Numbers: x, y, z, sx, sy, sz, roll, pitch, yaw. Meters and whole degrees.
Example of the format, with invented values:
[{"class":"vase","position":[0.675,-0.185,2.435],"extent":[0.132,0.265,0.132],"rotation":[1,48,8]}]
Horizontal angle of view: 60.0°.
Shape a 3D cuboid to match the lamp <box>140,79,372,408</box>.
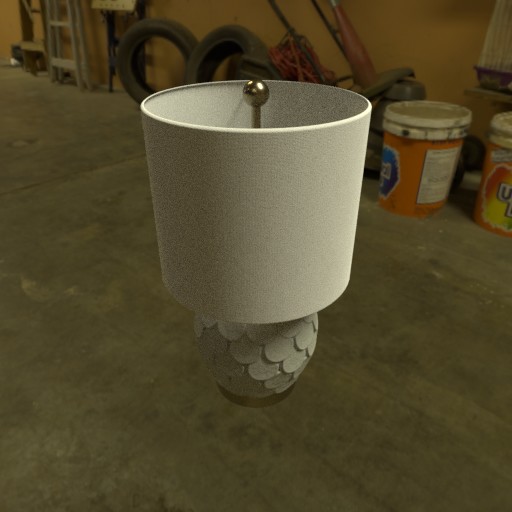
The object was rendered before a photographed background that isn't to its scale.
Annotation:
[{"class":"lamp","position":[0.000,0.000,0.603],"extent":[0.254,0.452,0.254],"rotation":[0,31,0]}]
